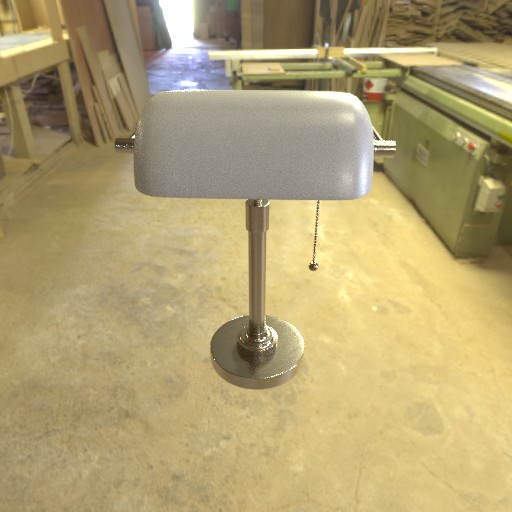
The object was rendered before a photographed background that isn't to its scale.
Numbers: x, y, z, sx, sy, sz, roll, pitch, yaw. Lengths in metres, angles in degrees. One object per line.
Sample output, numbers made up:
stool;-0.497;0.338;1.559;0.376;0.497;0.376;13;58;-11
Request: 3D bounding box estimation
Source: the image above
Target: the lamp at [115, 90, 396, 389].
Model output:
lamp;0.000;0.000;0.550;0.269;0.404;0.227;1;31;2
